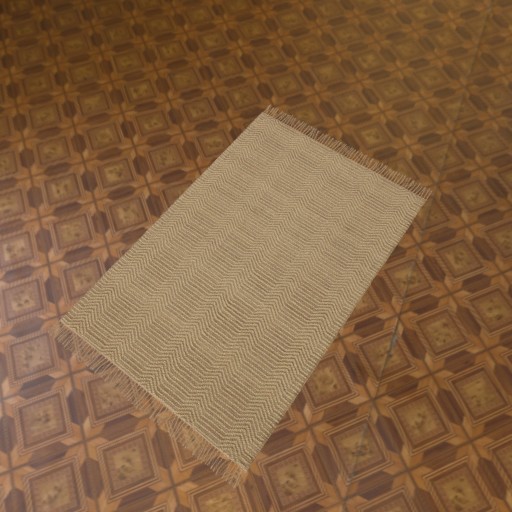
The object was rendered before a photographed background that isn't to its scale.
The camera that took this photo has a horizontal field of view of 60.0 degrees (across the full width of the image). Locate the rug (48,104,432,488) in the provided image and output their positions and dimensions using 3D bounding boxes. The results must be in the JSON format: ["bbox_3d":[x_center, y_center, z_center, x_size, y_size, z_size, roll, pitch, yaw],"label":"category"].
[{"bbox_3d":[0.000,0.000,3.127,1.528,0.034,2.523,33,67,16],"label":"rug"}]
